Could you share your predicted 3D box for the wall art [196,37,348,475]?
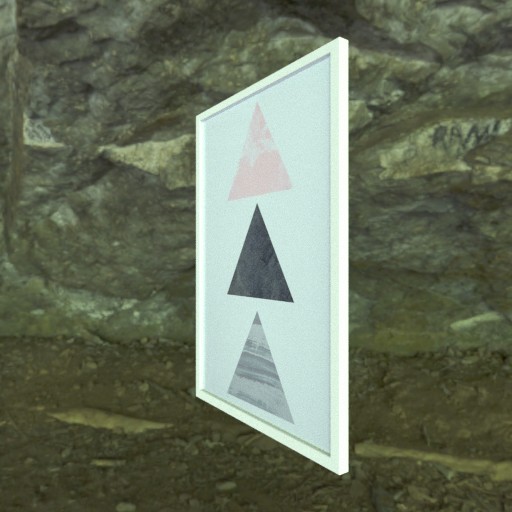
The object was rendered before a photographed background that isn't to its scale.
[{"bbox_3d":[0.000,0.000,0.565,0.013,0.433,0.303,0,0,-35],"label":"wall art"}]
